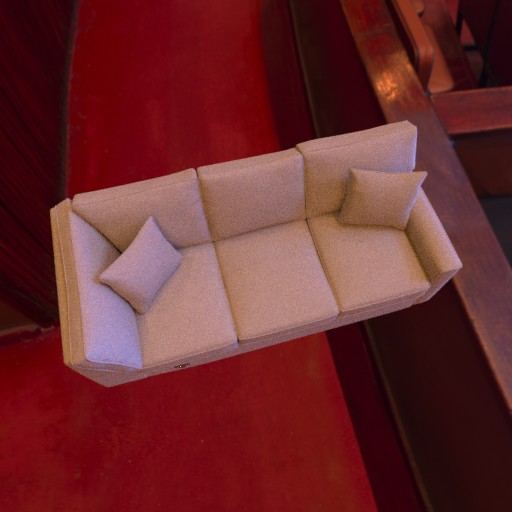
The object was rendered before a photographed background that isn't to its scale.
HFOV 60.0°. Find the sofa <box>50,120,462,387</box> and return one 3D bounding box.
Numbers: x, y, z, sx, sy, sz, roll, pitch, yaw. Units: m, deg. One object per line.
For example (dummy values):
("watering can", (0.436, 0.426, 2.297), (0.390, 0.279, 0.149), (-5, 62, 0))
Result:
("sofa", (0.000, 0.000, 2.847), (2.317, 0.962, 1.061), (-14, 65, -7))
